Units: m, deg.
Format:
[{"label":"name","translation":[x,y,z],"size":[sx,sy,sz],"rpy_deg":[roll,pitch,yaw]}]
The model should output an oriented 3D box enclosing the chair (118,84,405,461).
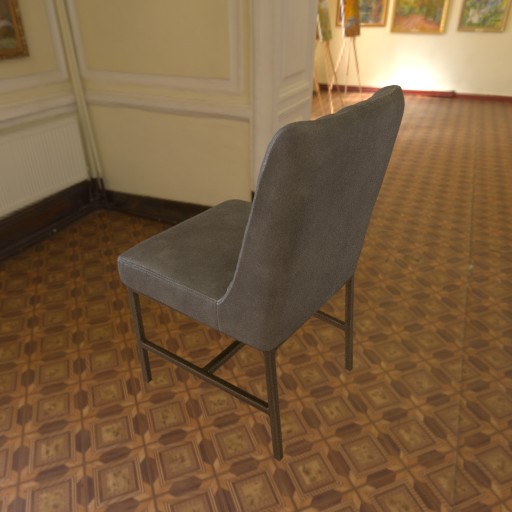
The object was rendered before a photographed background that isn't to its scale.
[{"label":"chair","translation":[0.000,0.000,1.219],"size":[0.587,0.889,0.508],"rpy_deg":[21,36,31]}]
